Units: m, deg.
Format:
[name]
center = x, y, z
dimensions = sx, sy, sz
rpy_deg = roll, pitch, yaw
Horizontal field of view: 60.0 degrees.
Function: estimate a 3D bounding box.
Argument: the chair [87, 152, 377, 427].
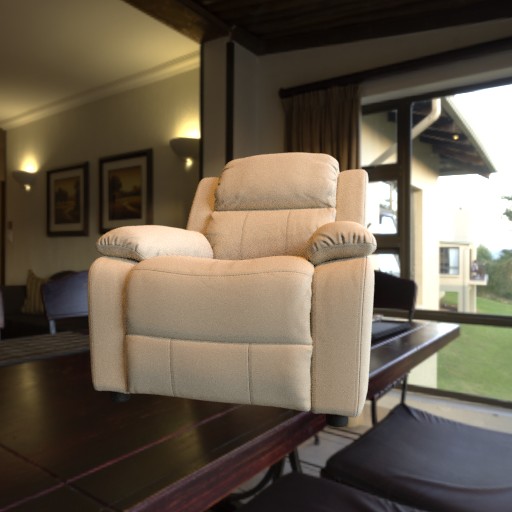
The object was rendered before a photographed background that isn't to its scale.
[chair]
center = 0.000, 0.000, 1.268
dimensions = 0.680, 0.702, 0.709
rpy_deg = 0, 0, 17
